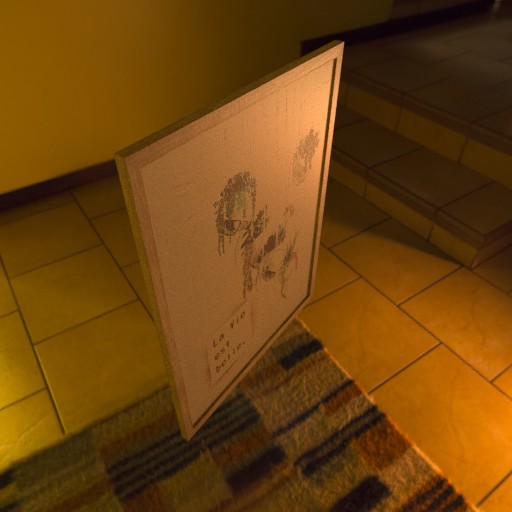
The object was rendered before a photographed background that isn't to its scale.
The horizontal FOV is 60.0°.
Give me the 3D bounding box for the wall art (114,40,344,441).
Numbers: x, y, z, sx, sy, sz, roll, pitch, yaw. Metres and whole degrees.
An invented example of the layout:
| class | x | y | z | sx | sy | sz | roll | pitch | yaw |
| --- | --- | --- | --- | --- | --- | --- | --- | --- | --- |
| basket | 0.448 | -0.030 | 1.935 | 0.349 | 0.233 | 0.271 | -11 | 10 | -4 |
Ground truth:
| class | x | y | z | sx | sy | sz | roll | pitch | yaw |
| --- | --- | --- | --- | --- | --- | --- | --- | --- | --- |
| wall art | 0.000 | 0.000 | 1.324 | 0.035 | 1.022 | 0.781 | 26 | 48 | 26 |
